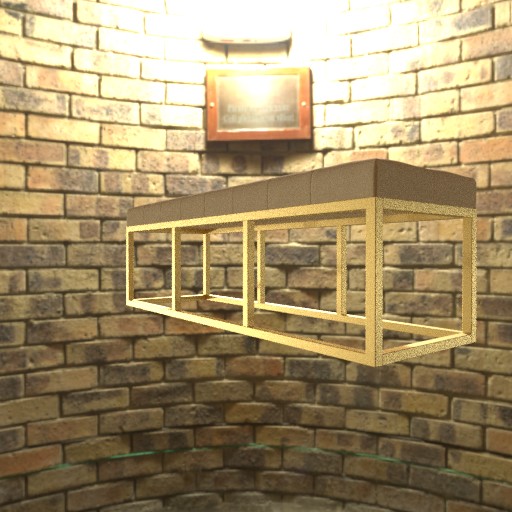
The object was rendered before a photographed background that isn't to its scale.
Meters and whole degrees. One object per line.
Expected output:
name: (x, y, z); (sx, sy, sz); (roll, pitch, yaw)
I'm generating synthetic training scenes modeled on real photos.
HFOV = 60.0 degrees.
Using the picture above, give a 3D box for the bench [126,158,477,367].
bench: (0.000, 0.000, 1.704); (0.457, 0.484, 1.473); (0, 1, -38)
